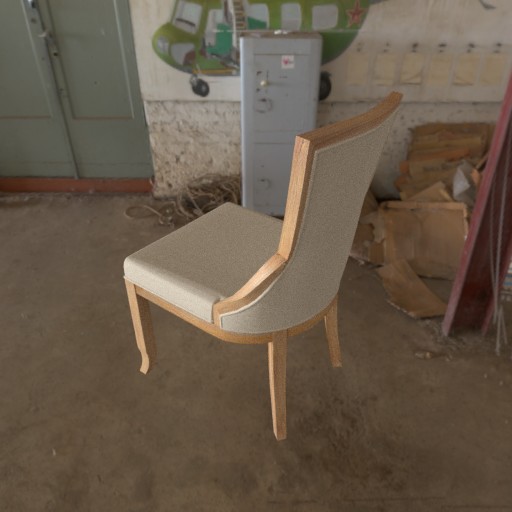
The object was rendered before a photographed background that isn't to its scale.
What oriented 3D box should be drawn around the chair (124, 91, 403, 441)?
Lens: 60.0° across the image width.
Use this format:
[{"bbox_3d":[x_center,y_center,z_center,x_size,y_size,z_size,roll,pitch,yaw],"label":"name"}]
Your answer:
[{"bbox_3d":[0.000,0.000,1.343,0.641,0.947,0.524,22,38,30],"label":"chair"}]
